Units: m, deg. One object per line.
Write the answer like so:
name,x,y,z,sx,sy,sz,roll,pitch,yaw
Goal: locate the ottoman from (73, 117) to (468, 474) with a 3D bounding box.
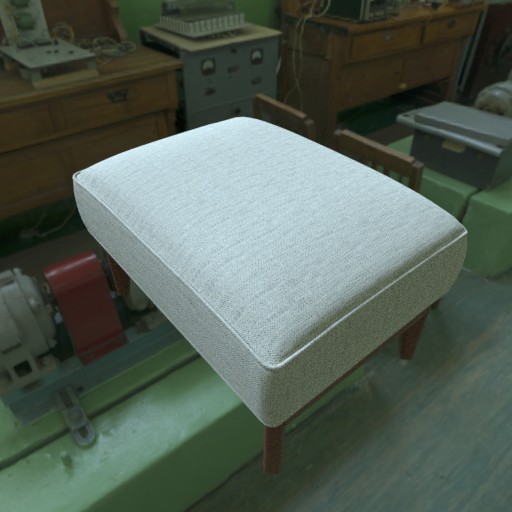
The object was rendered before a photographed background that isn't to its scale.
ottoman,0.000,0.000,1.125,0.594,0.465,0.794,-27,46,-30
